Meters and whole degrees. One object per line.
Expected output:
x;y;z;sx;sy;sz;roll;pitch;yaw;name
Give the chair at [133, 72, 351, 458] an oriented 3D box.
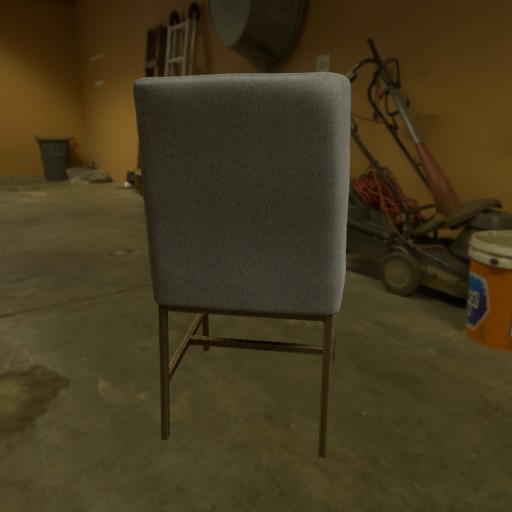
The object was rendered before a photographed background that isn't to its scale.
0.000;0.000;1.240;0.508;0.889;0.587;3;16;9;chair
